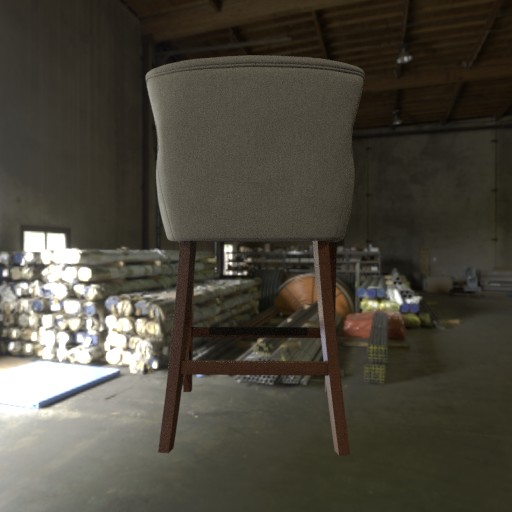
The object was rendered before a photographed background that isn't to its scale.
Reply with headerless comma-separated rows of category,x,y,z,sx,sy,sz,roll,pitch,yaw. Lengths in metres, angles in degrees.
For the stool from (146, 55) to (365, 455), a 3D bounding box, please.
stool,0.000,0.000,1.276,0.575,0.951,0.575,0,0,2
